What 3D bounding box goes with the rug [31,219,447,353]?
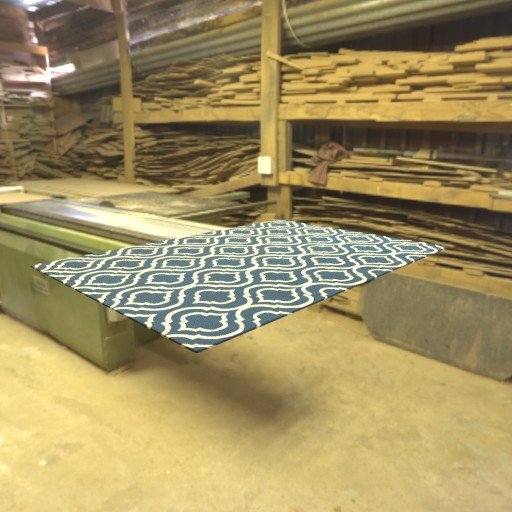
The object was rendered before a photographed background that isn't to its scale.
[{"bbox_3d":[0.000,0.000,2.756,1.524,0.010,2.134,14,20,43],"label":"rug"}]
